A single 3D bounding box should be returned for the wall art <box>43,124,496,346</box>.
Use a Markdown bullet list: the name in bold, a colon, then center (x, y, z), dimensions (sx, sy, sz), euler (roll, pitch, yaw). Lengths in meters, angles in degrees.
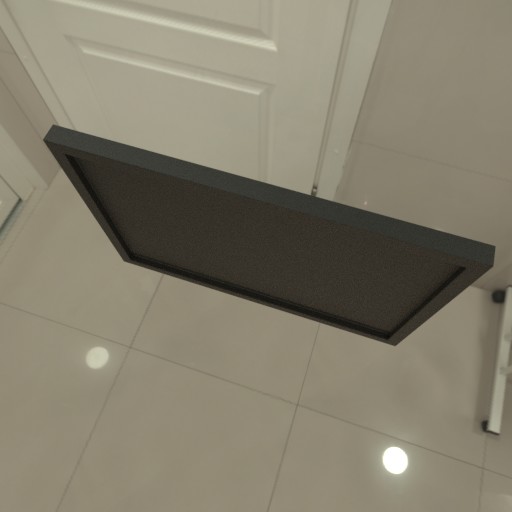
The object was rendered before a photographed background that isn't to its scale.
- **wall art**: center (0.000, 0.000, 0.557), dimensions (0.443, 0.301, 0.021), euler (17, 66, 7)
